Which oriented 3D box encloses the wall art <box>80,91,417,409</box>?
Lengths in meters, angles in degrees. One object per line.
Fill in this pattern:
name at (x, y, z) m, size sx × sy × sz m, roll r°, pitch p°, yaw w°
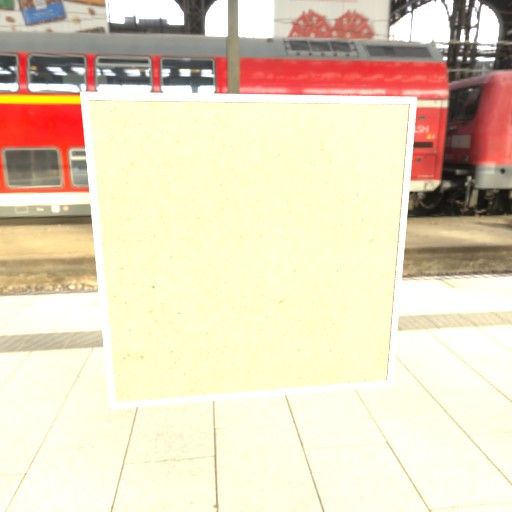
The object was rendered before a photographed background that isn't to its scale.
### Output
wall art at (0.000, 0.000, 0.743) m, size 0.508 × 0.508 × 0.038 m, roll -2°, pitch 15°, yaw -8°
